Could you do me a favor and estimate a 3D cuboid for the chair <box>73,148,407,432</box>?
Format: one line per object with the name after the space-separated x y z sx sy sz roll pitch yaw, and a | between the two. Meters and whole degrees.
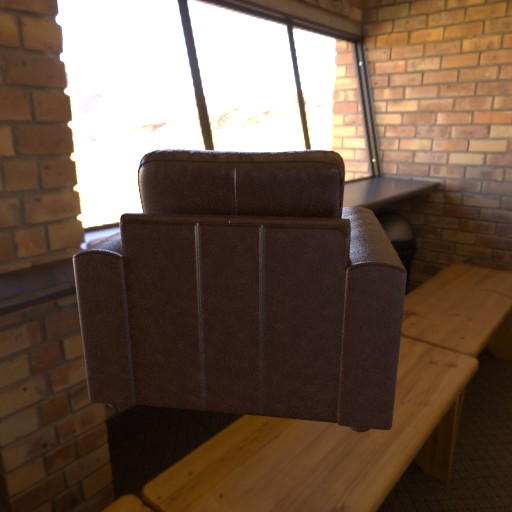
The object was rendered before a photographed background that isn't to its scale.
0.000 0.000 1.805 1.005 0.873 1.016 2 16 8 | chair
